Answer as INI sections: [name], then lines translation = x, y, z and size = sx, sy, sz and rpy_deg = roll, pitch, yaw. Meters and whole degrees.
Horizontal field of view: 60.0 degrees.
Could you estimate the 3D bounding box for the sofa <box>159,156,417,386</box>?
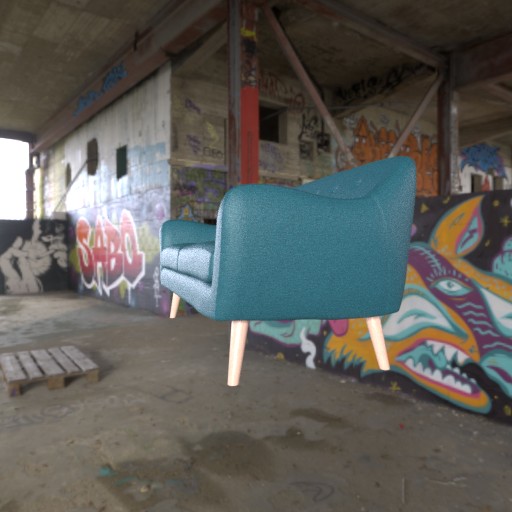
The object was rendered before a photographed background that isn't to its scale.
[sofa]
translation = 0.000, 0.000, 2.294
size = 0.820, 0.836, 1.840
rpy_deg = 0, 1, -18
